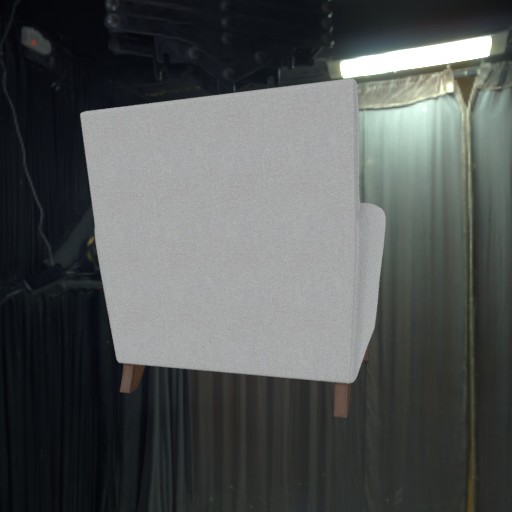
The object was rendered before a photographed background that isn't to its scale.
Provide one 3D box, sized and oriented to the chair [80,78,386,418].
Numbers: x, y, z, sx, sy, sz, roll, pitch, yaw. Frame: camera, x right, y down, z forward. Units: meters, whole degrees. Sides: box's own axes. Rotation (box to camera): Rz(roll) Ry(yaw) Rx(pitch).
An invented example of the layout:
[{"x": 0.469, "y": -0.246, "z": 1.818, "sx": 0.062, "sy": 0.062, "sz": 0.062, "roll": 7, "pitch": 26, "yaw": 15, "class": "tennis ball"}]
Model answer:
[{"x": 0.000, "y": 0.000, "z": 1.546, "sx": 0.840, "sy": 0.846, "sz": 0.871, "roll": 0, "pitch": 0, "yaw": 18, "class": "chair"}]
